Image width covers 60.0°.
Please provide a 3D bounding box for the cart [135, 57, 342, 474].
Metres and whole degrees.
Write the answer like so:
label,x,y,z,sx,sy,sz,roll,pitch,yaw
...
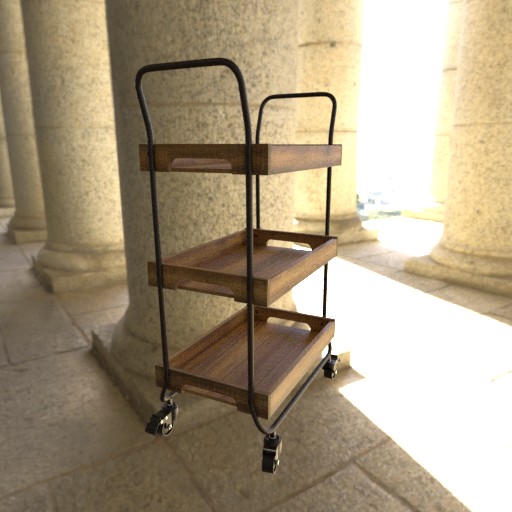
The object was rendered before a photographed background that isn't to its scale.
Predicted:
label,x,y,z,sx,sy,sz,roll,pitch,yaw
cart,0.000,0.000,1.155,0.339,0.857,0.583,7,16,26
